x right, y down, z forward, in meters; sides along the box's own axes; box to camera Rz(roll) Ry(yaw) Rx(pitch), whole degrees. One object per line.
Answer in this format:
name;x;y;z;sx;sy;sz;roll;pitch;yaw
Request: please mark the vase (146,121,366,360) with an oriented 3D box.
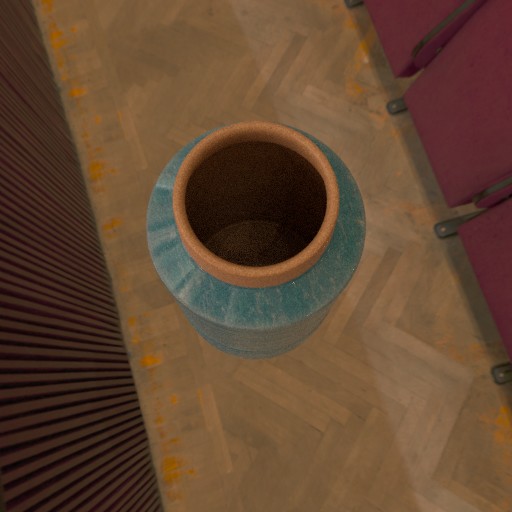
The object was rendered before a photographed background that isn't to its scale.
vase;0.000;0.000;0.367;0.163;0.267;0.163;0;76;0
